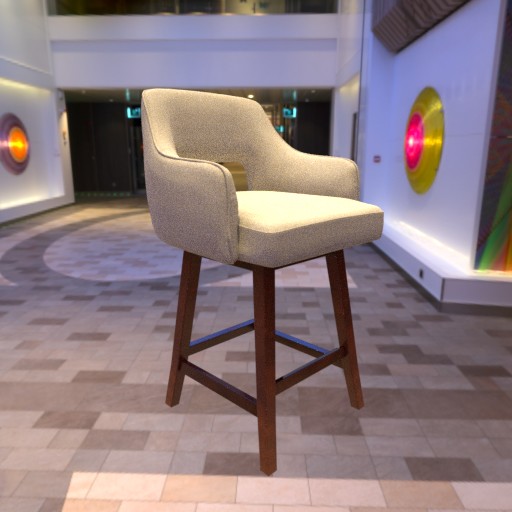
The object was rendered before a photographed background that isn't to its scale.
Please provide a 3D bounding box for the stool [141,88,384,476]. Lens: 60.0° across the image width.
[{"bbox_3d":[0.000,0.000,1.274,0.550,0.936,0.560,-13,19,-43],"label":"stool"}]
